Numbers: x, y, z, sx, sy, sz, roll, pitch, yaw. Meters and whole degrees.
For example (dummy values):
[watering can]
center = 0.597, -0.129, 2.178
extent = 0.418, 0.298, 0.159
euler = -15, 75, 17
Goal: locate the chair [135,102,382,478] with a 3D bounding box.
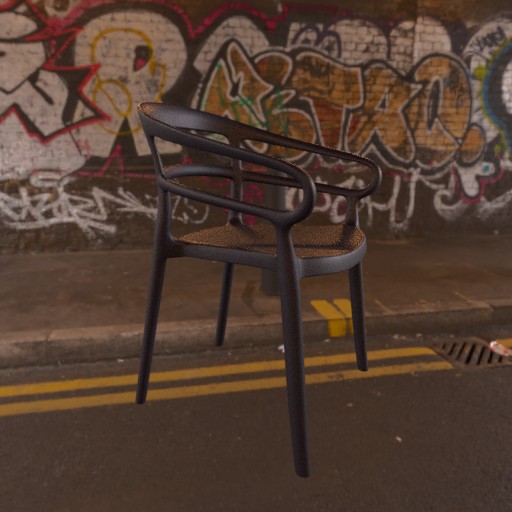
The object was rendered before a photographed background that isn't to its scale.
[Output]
[chair]
center = 0.000, 0.000, 1.133
extent = 0.527, 0.761, 0.559
euler = 7, 15, 26
